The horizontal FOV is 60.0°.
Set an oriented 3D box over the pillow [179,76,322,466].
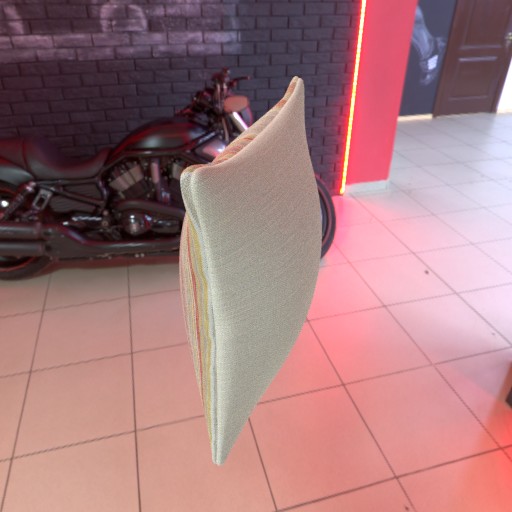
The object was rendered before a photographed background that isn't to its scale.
[{"bbox_3d":[0.000,0.000,0.683,0.191,0.449,0.451,9,33,14],"label":"pillow"}]
